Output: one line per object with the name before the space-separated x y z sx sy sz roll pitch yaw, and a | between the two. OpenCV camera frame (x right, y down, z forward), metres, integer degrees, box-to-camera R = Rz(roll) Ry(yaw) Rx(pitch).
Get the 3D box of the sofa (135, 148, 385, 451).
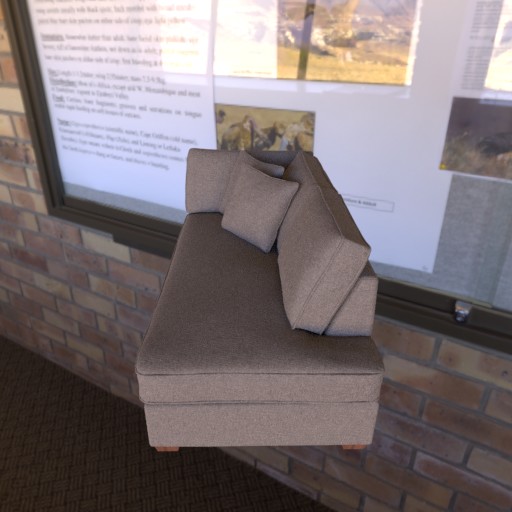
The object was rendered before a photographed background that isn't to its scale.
sofa | 0.000 0.000 2.863 1.110 1.033 2.237 0 27 -1
